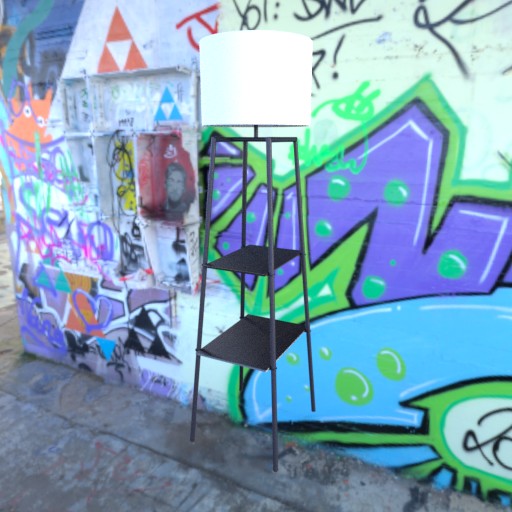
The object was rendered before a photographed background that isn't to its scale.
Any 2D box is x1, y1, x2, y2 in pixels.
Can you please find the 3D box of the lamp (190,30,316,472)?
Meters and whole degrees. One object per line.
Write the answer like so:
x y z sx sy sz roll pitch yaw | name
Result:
0.000 0.000 1.673 0.384 1.474 0.427 7 17 26 | lamp
